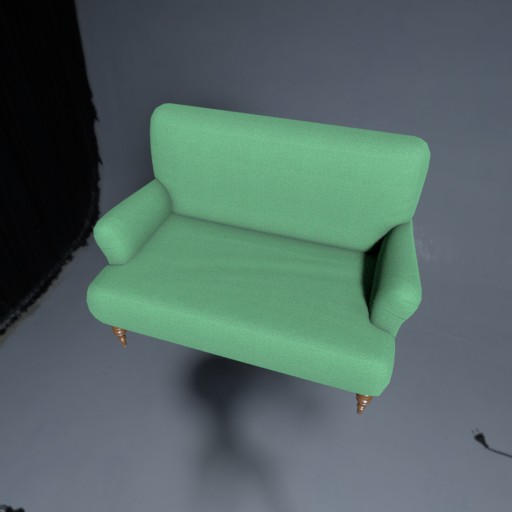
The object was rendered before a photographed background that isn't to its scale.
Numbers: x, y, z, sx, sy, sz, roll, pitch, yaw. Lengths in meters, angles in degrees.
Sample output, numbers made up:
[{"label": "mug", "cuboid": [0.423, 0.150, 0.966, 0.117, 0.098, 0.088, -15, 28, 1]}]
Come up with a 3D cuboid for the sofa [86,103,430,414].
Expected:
[{"label": "sofa", "cuboid": [0.000, 0.000, 1.850, 1.297, 0.889, 0.779, 12, 42, 14]}]
